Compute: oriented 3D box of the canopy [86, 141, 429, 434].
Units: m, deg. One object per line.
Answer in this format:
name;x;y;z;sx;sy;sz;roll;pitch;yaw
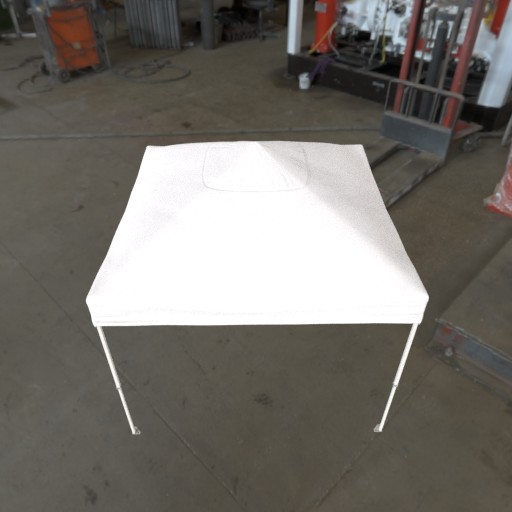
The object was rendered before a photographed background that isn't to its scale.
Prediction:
canopy;0.000;0.000;5.442;2.998;2.997;2.996;0;40;0
